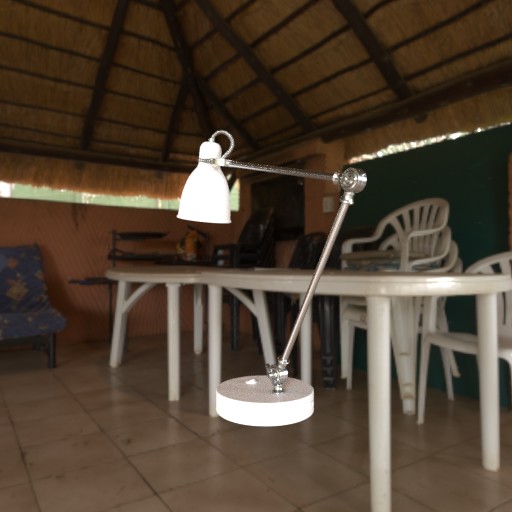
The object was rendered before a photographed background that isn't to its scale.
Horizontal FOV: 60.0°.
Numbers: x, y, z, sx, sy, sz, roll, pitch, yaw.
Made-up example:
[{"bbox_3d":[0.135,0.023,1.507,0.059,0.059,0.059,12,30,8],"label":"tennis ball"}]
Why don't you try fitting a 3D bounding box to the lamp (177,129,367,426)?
[{"bbox_3d":[0.000,0.000,0.881,0.187,0.587,0.561,1,-1,-35],"label":"lamp"}]
